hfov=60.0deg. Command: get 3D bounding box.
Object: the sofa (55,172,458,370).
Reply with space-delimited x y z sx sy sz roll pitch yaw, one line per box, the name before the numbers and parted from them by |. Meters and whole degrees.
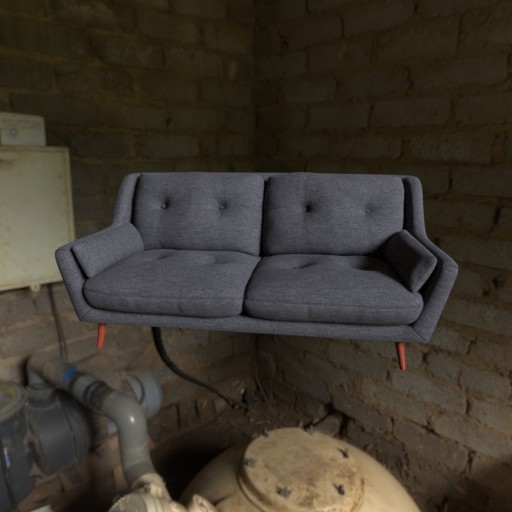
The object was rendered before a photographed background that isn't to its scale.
sofa | 0.000 0.000 2.495 1.929 0.896 0.975 2 14 9
